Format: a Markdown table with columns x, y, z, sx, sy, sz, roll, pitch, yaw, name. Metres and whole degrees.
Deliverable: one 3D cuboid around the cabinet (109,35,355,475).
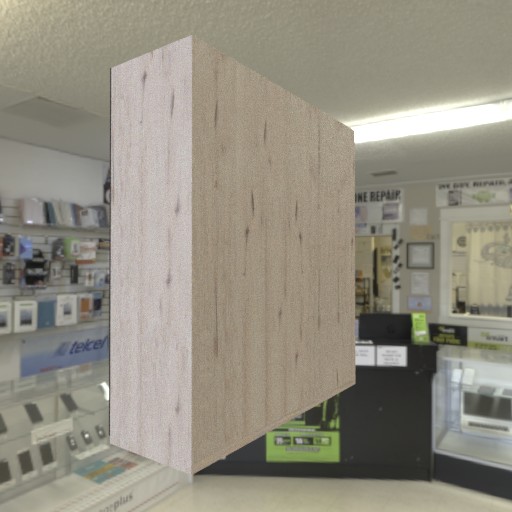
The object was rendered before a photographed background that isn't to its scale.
| x | y | z | sx | sy | sz | roll | pitch | yaw | name |
| --- | --- | --- | --- | --- | --- | --- | --- | --- | --- |
| 0.000 | 0.000 | 3.197 | 0.660 | 2.180 | 2.000 | 0 | -1 | 36 | cabinet |
